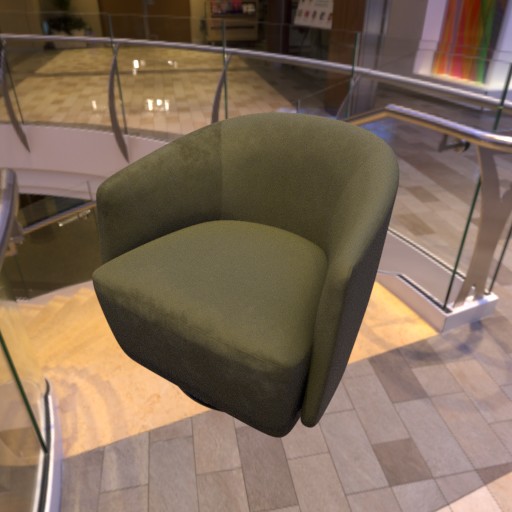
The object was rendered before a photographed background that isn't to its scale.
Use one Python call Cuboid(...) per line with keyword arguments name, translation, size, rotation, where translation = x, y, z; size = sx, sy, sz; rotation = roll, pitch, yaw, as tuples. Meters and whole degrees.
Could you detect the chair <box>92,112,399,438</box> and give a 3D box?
Cuboid(name="chair", translation=(0.000, 0.000, 1.352), size=(0.773, 0.698, 0.767), rotation=(19, 36, 28))
